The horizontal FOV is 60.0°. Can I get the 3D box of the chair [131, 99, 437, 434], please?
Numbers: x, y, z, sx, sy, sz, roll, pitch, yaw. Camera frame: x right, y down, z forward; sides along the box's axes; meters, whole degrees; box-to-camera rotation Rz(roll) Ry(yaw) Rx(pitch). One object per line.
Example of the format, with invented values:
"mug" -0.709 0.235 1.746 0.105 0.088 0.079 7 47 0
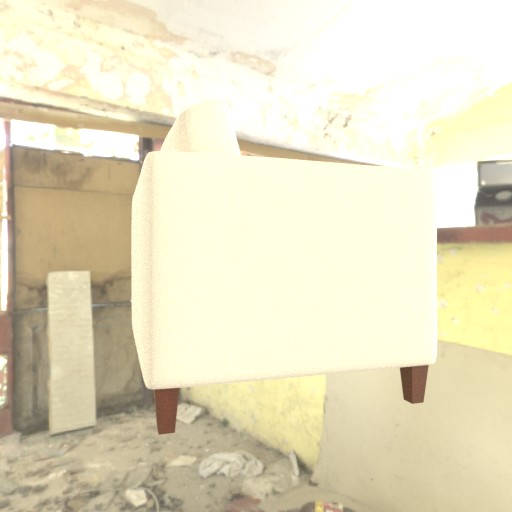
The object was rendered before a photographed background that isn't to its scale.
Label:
"chair" 0.000 0.000 1.659 0.878 0.885 1.019 0 1 -18
